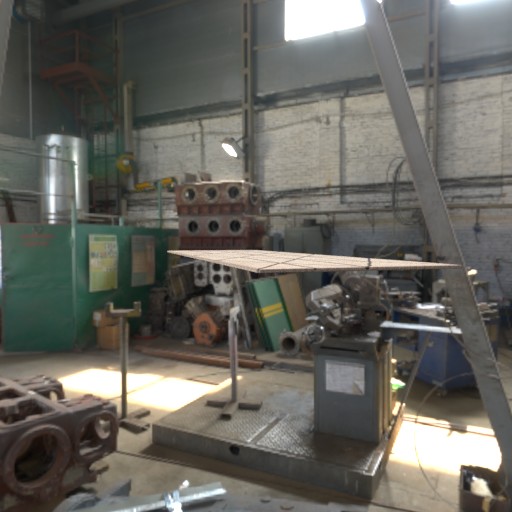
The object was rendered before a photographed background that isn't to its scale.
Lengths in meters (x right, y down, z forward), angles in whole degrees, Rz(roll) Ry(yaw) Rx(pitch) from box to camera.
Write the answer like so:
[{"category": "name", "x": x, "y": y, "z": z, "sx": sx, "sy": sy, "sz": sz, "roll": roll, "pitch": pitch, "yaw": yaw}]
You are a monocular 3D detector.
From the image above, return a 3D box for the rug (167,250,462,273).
[{"category": "rug", "x": 0.000, "y": 0.000, "z": 2.620, "sx": 0.762, "sy": 0.012, "sz": 2.438, "roll": -1, "pitch": 2, "yaw": -18}]
